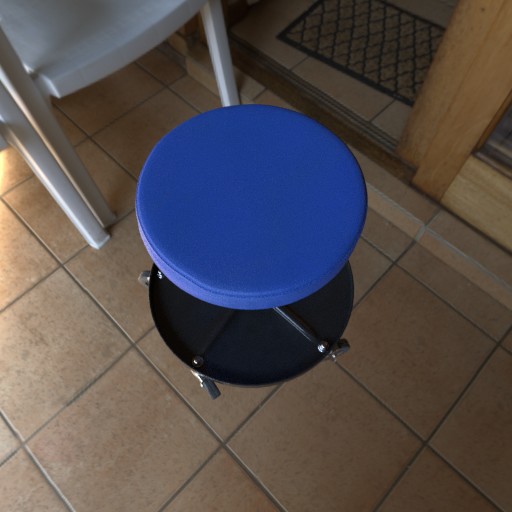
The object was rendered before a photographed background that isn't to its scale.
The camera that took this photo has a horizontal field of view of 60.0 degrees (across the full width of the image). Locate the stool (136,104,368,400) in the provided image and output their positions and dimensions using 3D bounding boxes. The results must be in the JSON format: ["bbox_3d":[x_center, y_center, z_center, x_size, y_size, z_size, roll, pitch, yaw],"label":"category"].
[{"bbox_3d":[0.000,0.000,0.676,0.381,0.365,0.382,35,68,16],"label":"stool"}]
